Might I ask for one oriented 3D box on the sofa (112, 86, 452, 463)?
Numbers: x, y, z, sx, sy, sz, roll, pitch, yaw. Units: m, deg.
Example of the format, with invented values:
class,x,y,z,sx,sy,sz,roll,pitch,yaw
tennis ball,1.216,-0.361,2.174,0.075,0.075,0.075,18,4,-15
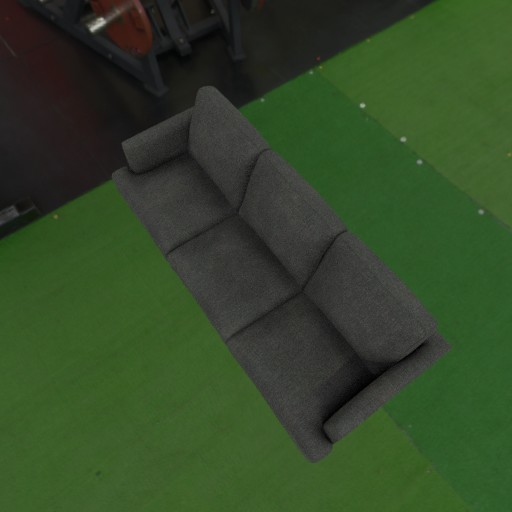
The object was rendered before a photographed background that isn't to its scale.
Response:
class,x,y,z,sx,sy,sz,roll,pitch,yaw
sofa,0.000,0.000,2.735,0.903,0.930,2.246,-32,67,-16
